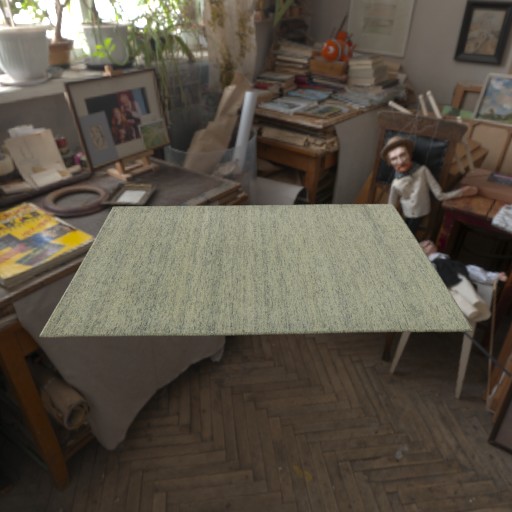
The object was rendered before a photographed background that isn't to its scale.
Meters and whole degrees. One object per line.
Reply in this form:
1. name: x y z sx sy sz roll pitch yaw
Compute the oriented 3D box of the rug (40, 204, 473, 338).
1. rug: 0.000 0.000 2.399 1.846 0.014 1.243 -1 32 -1
